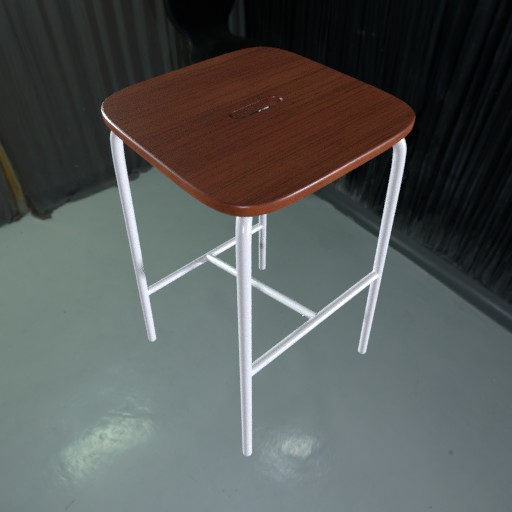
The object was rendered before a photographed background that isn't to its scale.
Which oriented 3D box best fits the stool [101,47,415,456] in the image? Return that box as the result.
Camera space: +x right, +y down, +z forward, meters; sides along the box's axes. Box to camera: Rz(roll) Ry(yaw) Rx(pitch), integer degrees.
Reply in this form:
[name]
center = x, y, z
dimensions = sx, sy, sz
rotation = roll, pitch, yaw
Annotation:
[stool]
center = 0.000, 0.000, 0.849
dimensions = 0.376, 0.610, 0.376
rotation = -32, 54, -27
